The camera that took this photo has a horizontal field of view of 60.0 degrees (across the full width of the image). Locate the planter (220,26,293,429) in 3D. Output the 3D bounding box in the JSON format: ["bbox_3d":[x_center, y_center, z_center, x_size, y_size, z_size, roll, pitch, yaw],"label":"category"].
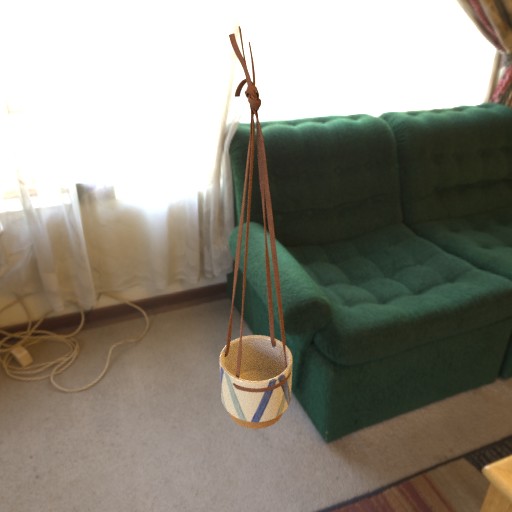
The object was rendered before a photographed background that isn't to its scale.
[{"bbox_3d":[0.000,0.000,0.816,0.153,0.753,0.157,-20,33,-34],"label":"planter"}]
